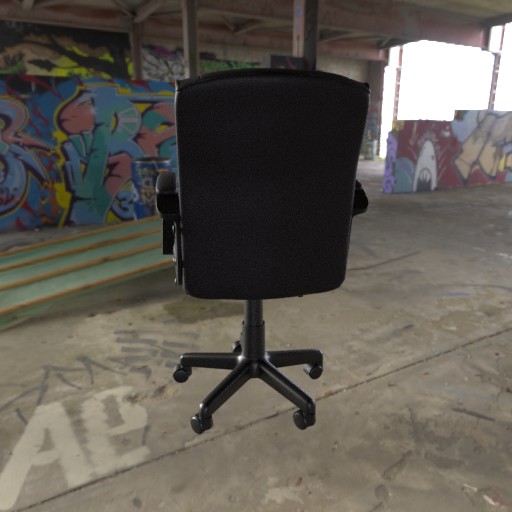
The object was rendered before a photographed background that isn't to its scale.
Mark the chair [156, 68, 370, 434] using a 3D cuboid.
[{"bbox_3d":[0.000,0.000,1.354,0.576,0.998,0.641,-3,16,-9],"label":"chair"}]
